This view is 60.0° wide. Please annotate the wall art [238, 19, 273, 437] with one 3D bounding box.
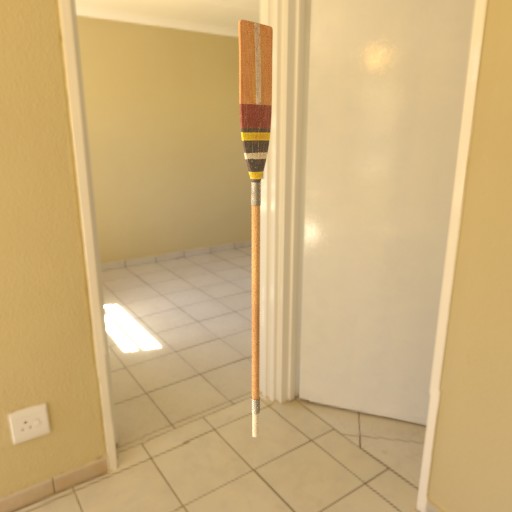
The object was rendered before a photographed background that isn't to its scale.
[{"bbox_3d":[0.000,0.000,1.637,0.146,1.556,0.038,-15,22,-42],"label":"wall art"}]
